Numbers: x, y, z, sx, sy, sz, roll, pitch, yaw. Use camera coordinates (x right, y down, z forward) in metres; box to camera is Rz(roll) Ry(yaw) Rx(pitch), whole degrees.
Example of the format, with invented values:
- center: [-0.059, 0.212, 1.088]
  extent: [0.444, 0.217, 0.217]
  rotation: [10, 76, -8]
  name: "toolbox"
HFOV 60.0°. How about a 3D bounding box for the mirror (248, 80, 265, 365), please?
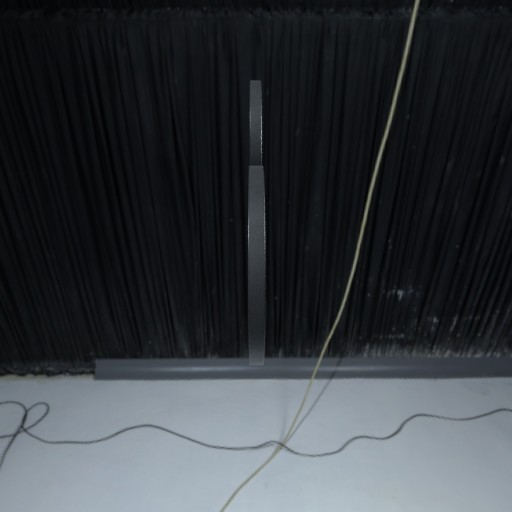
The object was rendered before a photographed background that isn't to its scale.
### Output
- center: [0.000, 0.000, 3.130]
  extent: [0.076, 2.096, 2.160]
  rotation: [0, 32, 0]
  name: "mirror"
